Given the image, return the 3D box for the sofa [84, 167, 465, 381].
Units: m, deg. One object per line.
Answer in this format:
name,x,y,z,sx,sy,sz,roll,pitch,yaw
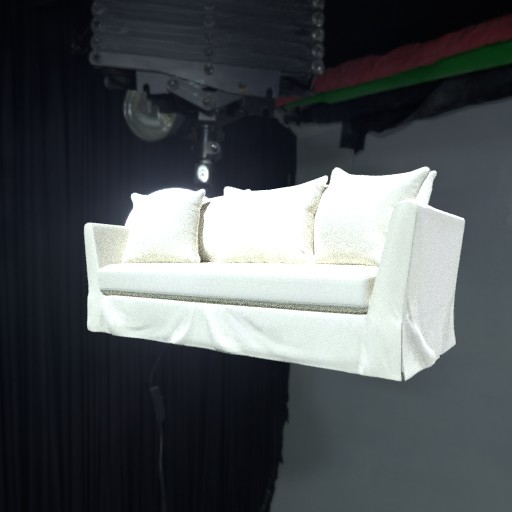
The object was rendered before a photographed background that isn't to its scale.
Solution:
sofa,0.000,0.000,2.838,2.290,1.034,1.031,0,0,36
